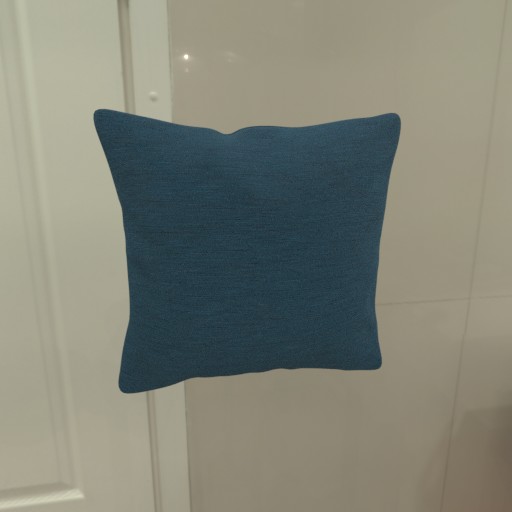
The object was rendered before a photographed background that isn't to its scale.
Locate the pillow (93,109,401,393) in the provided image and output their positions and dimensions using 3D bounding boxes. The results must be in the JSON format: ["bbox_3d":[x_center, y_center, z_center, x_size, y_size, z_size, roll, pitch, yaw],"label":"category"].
[{"bbox_3d":[0.000,0.000,0.672,0.437,0.420,0.177,-3,15,-10],"label":"pillow"}]
